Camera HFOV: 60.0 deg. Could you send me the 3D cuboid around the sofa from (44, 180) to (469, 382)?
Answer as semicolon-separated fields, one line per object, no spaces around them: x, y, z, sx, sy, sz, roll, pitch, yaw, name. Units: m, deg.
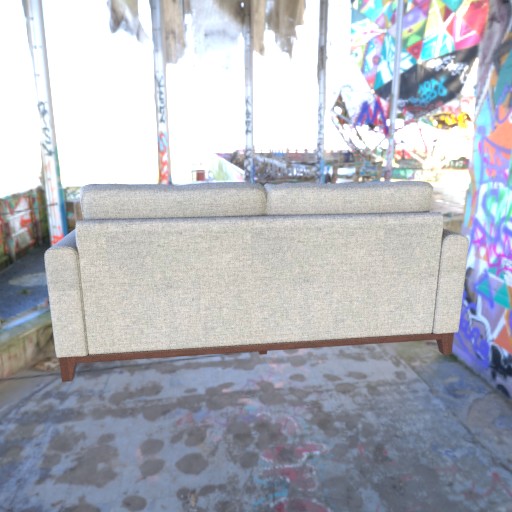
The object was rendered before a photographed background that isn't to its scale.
0.000;0.000;2.514;1.978;0.892;0.969;-2;14;-8;sofa
